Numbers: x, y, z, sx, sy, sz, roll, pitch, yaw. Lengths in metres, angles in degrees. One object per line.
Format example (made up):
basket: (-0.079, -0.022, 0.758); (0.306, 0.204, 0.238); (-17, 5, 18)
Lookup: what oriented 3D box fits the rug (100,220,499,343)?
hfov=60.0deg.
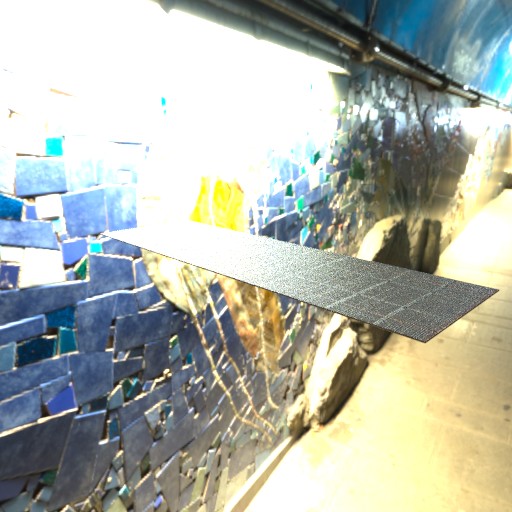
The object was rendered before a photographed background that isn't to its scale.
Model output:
rug: (0.000, 0.000, 2.631); (0.762, 0.008, 2.439); (-15, 21, -43)
